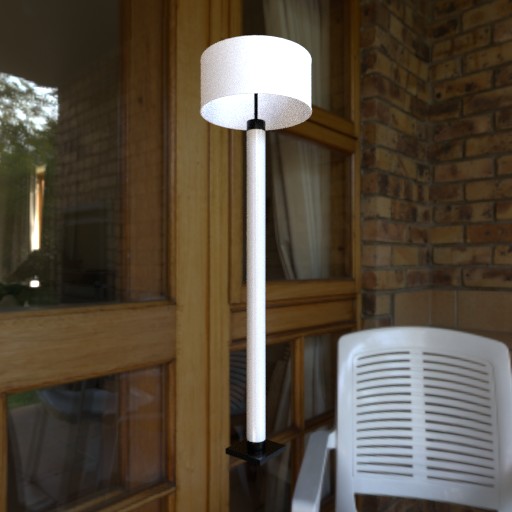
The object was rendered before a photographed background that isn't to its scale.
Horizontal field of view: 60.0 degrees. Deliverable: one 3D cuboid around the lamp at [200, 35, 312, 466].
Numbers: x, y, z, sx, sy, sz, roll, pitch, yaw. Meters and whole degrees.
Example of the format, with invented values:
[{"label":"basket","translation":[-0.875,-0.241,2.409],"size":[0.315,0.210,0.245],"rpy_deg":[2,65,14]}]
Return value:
[{"label":"lamp","translation":[0.000,0.000,1.668],"size":[0.420,1.475,0.420],"rpy_deg":[-1,-1,38]}]
